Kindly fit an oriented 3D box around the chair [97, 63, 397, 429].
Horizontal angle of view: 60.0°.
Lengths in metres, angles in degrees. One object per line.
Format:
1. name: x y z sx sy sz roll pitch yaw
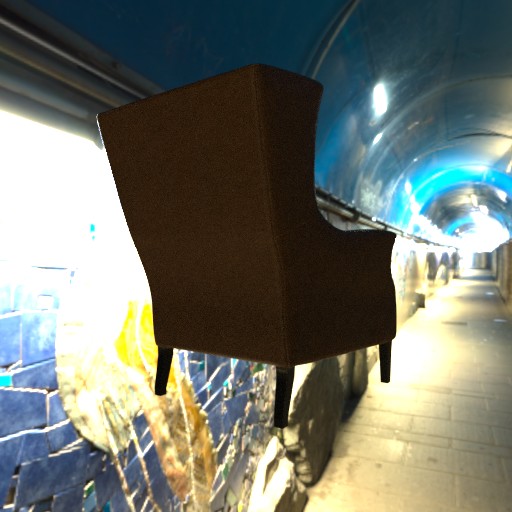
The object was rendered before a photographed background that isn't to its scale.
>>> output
1. chair: 0.000 0.000 1.660 0.852 1.016 0.925 0 0 36
